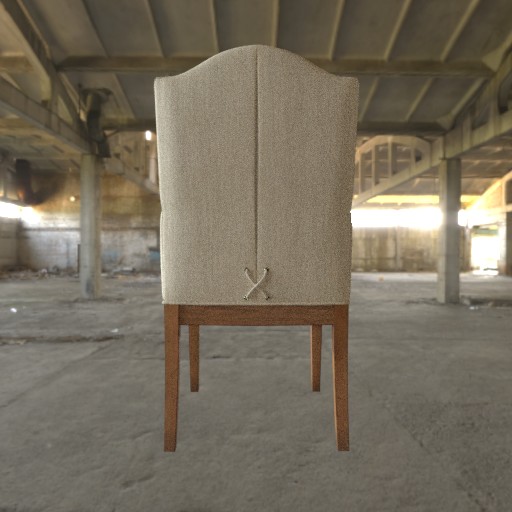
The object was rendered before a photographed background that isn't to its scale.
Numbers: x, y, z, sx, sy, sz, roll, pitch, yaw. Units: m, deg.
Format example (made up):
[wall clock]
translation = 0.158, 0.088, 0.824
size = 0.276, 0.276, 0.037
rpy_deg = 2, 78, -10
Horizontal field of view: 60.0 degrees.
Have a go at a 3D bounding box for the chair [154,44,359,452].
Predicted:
[chair]
translation = 0.000, 0.000, 1.365
size = 0.533, 1.016, 0.641
rpy_deg = 0, 0, 0
